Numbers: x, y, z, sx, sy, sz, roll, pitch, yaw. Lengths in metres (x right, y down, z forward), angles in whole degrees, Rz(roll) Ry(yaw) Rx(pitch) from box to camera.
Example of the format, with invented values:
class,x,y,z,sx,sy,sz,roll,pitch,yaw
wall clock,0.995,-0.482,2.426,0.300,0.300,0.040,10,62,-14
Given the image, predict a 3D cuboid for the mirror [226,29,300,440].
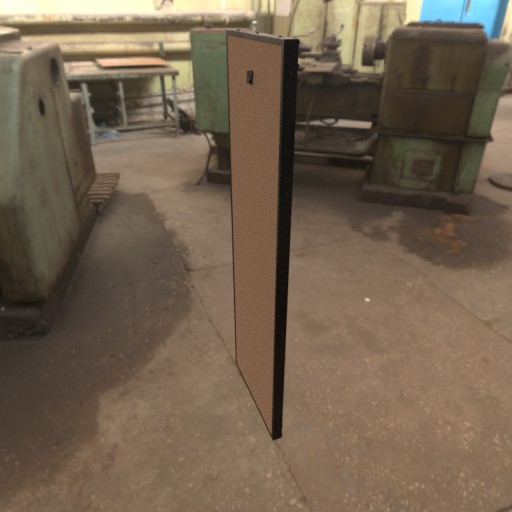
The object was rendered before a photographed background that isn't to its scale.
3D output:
class,x,y,z,sx,sy,sz,roll,pitch,yaw
mirror,0.000,0.000,1.196,0.042,1.080,0.354,-11,31,-18
